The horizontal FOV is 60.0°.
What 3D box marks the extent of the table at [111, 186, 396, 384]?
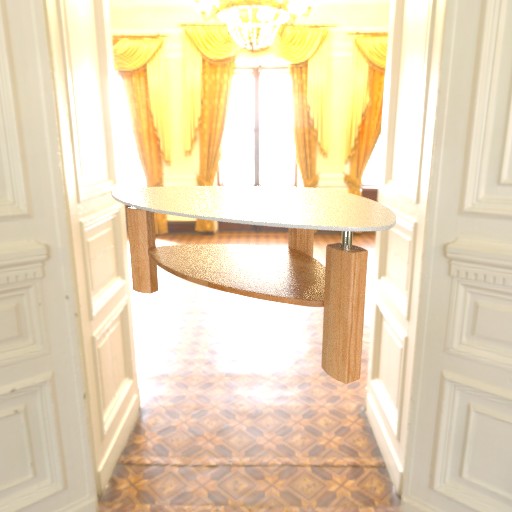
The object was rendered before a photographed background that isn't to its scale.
[{"bbox_3d":[0.000,0.000,1.656,0.850,0.440,1.250,-14,20,-43],"label":"table"}]
